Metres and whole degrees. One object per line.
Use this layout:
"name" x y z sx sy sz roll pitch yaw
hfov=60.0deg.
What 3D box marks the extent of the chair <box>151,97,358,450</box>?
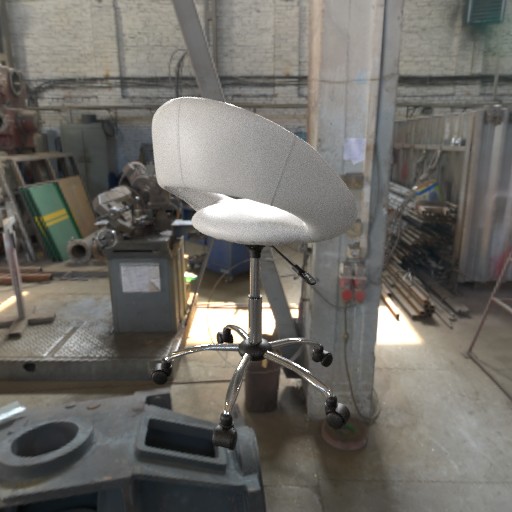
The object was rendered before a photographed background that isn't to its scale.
"chair" 0.000 0.000 1.208 0.538 0.791 0.612 -14 20 -43
